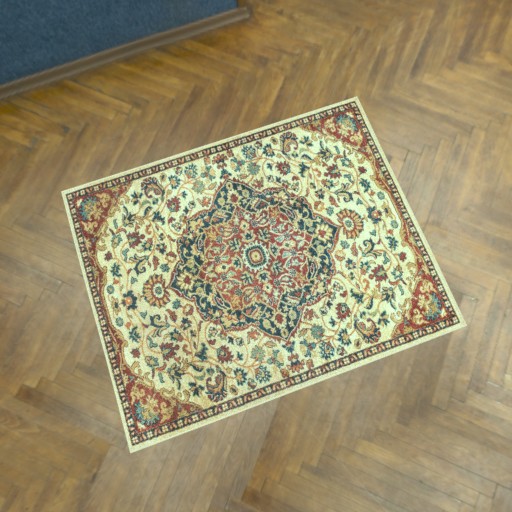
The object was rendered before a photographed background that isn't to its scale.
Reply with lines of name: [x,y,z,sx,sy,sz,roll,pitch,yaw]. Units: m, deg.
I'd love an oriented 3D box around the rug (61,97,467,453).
rug: [0.000,0.000,4.058,3.067,0.005,2.454,-19,76,-5]
